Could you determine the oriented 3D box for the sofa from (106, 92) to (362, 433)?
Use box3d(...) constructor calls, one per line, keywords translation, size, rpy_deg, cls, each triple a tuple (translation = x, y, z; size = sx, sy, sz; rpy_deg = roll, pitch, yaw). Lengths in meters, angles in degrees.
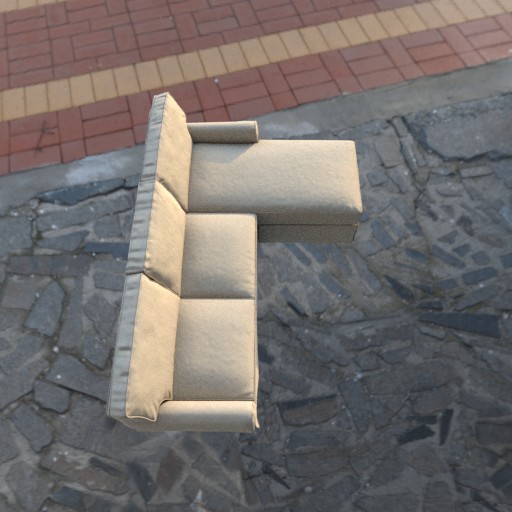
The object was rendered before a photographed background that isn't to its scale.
box3d(translation=(0.000, 0.000, 3.342), size=(1.733, 0.978, 2.475), rpy_deg=(0, 64, 0), cls="sofa")
